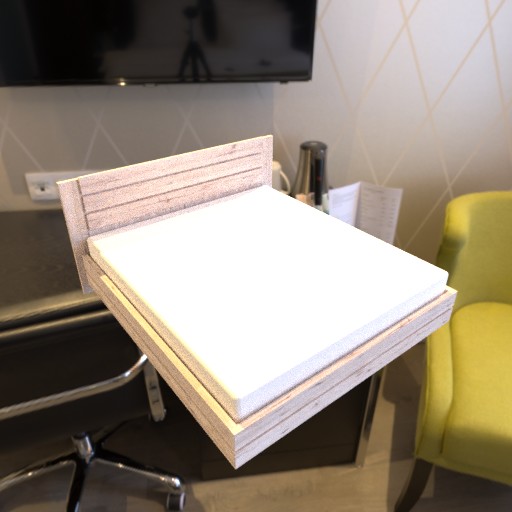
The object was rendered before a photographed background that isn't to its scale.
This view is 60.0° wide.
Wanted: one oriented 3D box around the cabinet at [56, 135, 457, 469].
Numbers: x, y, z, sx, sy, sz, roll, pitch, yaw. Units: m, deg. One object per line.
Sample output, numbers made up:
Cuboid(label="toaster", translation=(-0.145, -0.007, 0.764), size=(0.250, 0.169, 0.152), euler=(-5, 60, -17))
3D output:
Cuboid(label="cabinet", translation=(0.000, 0.000, 3.169), size=(1.950, 0.970, 2.080), euler=(-22, 37, -32))
